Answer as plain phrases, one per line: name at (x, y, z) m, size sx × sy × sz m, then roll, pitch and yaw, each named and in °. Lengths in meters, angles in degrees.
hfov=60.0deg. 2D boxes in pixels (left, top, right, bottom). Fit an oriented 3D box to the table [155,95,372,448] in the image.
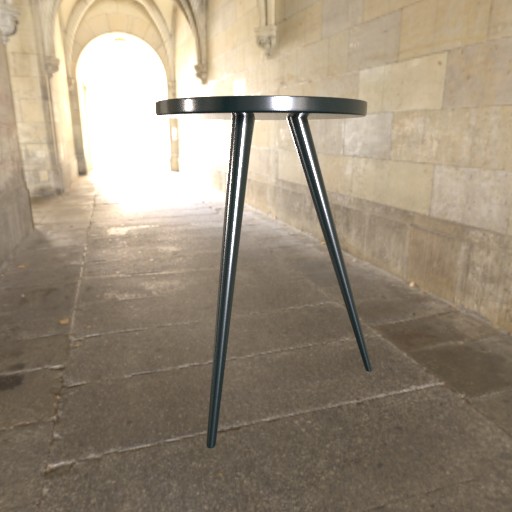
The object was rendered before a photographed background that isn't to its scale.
table at (0.000, 0.000, 0.839) m, size 0.403 × 0.548 × 0.415 m, roll 8°, pitch 17°, yaw 26°
